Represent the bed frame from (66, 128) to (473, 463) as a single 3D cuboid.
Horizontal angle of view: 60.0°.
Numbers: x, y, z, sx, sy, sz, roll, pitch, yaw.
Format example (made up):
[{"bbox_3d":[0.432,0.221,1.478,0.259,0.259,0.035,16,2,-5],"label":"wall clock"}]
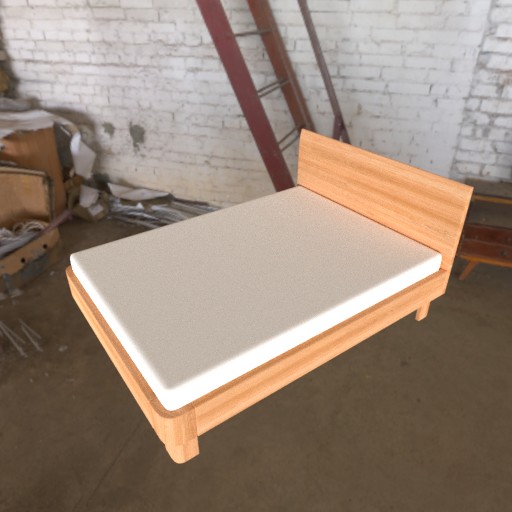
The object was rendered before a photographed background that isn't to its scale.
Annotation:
[{"bbox_3d":[0.000,0.000,2.776,1.992,0.940,1.472,-21,37,-30],"label":"bed frame"}]
